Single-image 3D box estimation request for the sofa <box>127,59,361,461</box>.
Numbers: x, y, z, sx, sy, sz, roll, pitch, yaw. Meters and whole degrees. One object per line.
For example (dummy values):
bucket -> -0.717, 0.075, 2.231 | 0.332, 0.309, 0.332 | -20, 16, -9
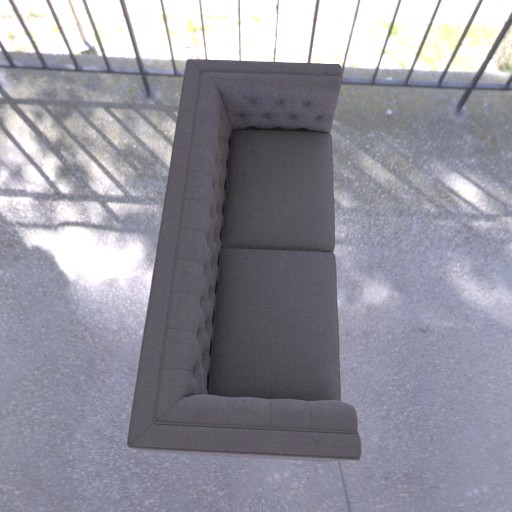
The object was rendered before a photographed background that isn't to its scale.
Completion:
sofa -> 0.000, 0.000, 2.151 | 0.775, 0.762, 1.778 | 2, 65, 1
